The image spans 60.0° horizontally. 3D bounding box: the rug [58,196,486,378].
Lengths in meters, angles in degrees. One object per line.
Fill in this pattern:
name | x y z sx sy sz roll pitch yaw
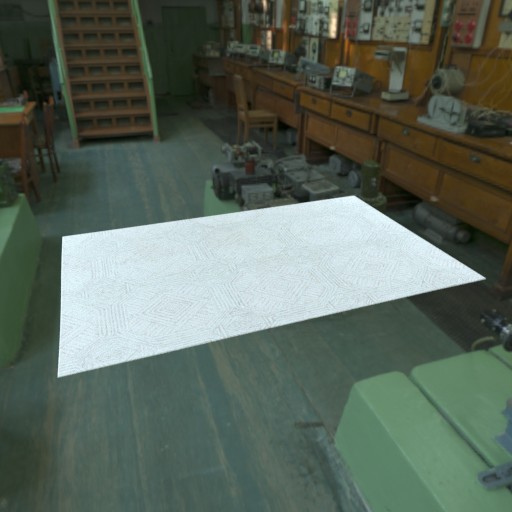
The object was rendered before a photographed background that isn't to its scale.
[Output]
rug | 0.000 0.000 2.969 2.440 0.008 1.524 -10 30 -18
